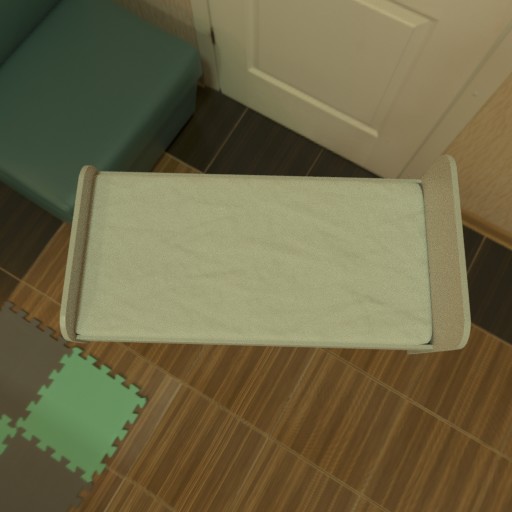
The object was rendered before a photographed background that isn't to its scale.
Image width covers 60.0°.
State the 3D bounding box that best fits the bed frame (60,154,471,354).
[{"bbox_3d":[0.000,0.000,2.490,1.963,0.805,0.998,2,76,0],"label":"bed frame"}]
